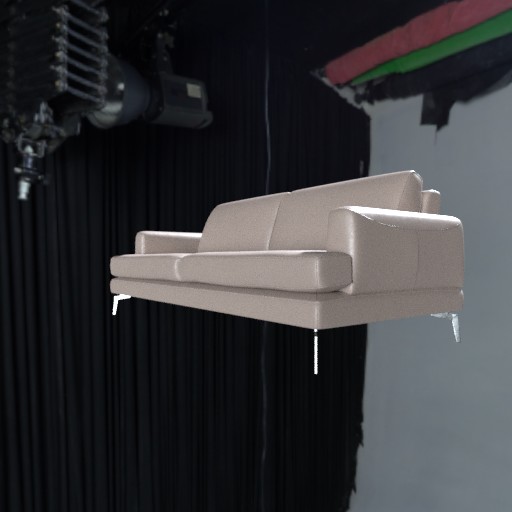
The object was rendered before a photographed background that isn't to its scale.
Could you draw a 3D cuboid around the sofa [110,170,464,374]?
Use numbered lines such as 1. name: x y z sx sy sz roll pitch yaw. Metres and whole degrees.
1. sofa: 0.000 0.000 2.444 0.974 0.765 1.940 0 0 -37
